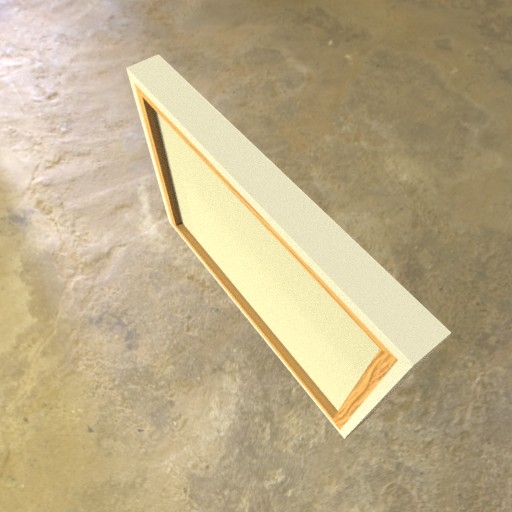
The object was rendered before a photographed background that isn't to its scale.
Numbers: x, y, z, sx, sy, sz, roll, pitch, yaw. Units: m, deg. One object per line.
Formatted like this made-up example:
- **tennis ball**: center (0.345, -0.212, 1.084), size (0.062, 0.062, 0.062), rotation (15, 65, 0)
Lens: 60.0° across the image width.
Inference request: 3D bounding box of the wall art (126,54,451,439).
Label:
- **wall art**: center (0.000, 0.000, 0.478), size (0.038, 0.259, 0.381), rotation (-33, 63, -19)
